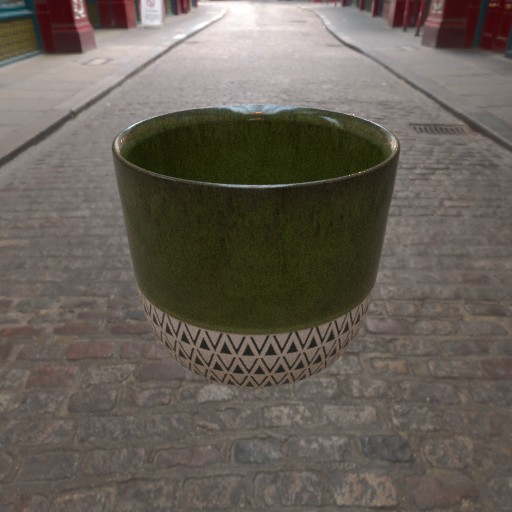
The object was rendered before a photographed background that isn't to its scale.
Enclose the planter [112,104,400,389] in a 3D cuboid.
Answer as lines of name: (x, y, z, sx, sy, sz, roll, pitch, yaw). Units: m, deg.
planter: (0.000, 0.000, 0.491, 0.266, 0.270, 0.266, 0, 31, 0)
